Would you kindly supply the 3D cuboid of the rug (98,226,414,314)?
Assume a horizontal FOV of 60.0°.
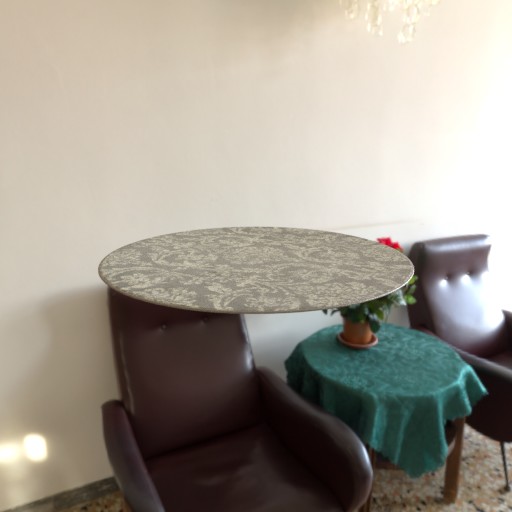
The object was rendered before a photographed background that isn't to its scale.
[{"bbox_3d":[0.000,0.000,2.362,1.593,0.012,1.593,0,15,0],"label":"rug"}]
